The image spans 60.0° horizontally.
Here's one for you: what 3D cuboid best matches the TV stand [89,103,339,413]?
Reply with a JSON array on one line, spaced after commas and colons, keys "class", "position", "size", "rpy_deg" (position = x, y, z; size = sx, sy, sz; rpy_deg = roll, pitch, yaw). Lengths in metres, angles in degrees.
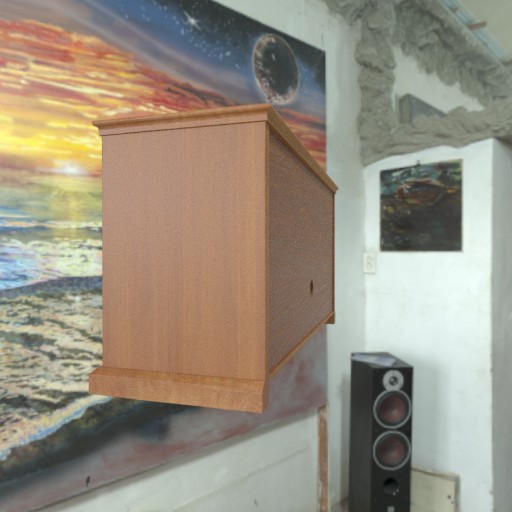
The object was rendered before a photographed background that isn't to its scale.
[{"class": "TV stand", "position": [0.000, 0.000, 1.487], "size": [0.417, 0.607, 1.181], "rpy_deg": [0, 0, 17]}]
